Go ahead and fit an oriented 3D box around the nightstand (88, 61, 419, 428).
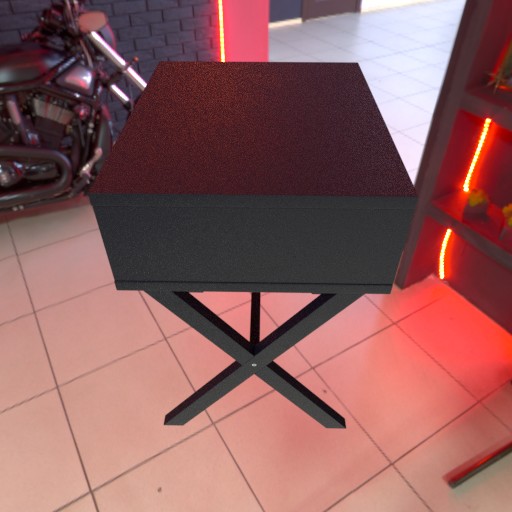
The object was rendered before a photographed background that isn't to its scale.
[{"bbox_3d":[0.000,0.000,0.921,0.402,0.623,0.479,1,42,1],"label":"nightstand"}]
